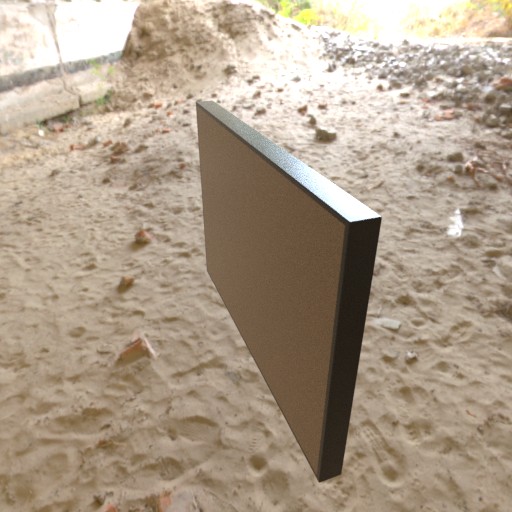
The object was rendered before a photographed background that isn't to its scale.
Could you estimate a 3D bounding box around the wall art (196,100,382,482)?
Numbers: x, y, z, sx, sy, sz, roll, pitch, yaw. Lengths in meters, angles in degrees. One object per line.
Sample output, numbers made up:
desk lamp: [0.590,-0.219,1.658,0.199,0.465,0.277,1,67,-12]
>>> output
wall art: [0.000,0.000,1.208,0.058,0.640,0.939,-11,32,-18]
